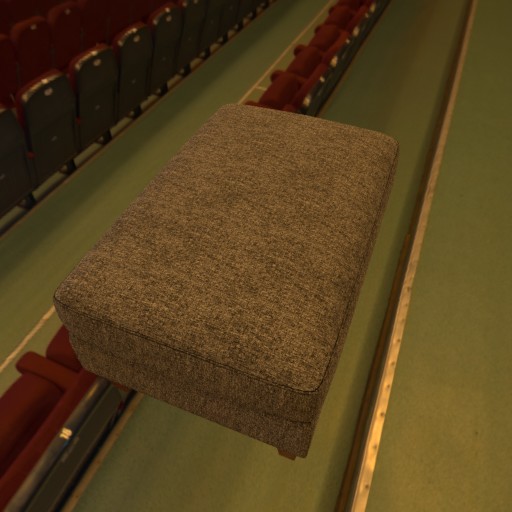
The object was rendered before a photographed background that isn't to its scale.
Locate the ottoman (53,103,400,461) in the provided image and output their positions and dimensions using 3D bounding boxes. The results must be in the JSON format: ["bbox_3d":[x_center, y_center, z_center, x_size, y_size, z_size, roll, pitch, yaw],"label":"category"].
[{"bbox_3d":[0.000,0.000,1.201,0.584,0.483,0.864,16,49,15],"label":"ottoman"}]
